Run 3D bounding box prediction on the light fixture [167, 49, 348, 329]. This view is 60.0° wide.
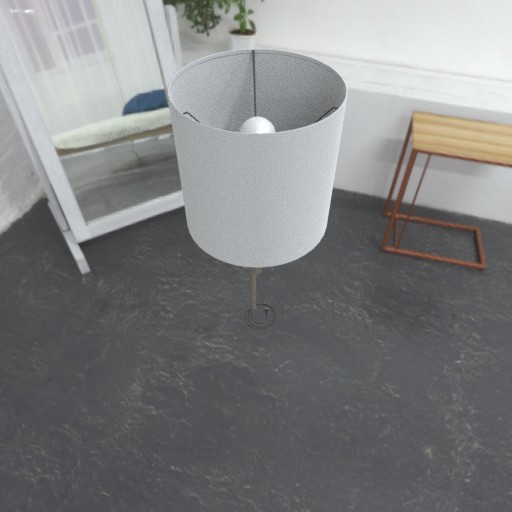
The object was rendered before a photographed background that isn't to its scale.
[{"bbox_3d":[0.000,0.000,0.701,0.188,0.589,0.248,-2,47,-2],"label":"light fixture"}]
